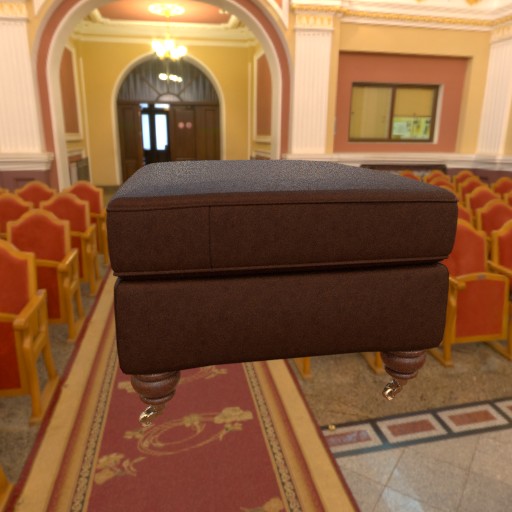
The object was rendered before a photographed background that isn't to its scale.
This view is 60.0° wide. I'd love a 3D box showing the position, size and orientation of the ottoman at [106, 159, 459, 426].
[{"bbox_3d":[0.000,0.000,1.779,0.967,0.730,1.187,-3,16,-10],"label":"ottoman"}]
